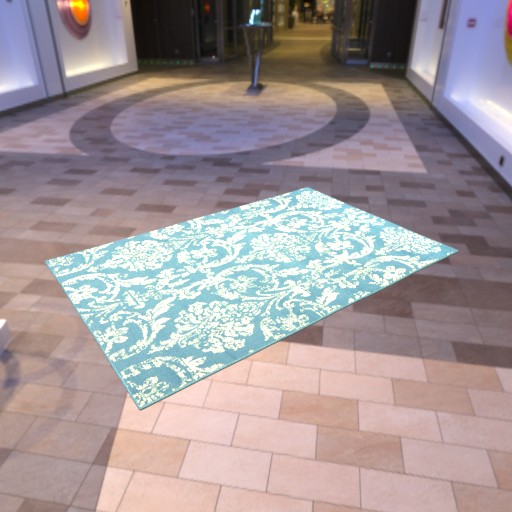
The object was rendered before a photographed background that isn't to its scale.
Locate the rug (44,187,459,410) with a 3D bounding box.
[{"bbox_3d":[0.000,0.000,2.344,1.833,0.012,1.211,-20,35,-31],"label":"rug"}]
